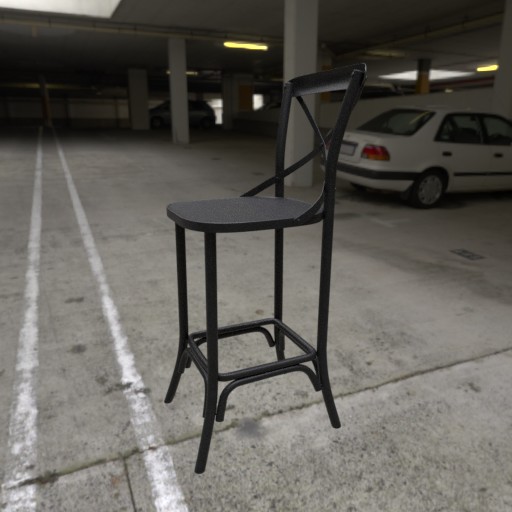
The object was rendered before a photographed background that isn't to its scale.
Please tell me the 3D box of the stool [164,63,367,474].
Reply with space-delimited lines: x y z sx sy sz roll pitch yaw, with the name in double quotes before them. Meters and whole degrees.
"stool" 0.000 0.000 1.451 0.584 1.168 0.457 -7 17 -24
